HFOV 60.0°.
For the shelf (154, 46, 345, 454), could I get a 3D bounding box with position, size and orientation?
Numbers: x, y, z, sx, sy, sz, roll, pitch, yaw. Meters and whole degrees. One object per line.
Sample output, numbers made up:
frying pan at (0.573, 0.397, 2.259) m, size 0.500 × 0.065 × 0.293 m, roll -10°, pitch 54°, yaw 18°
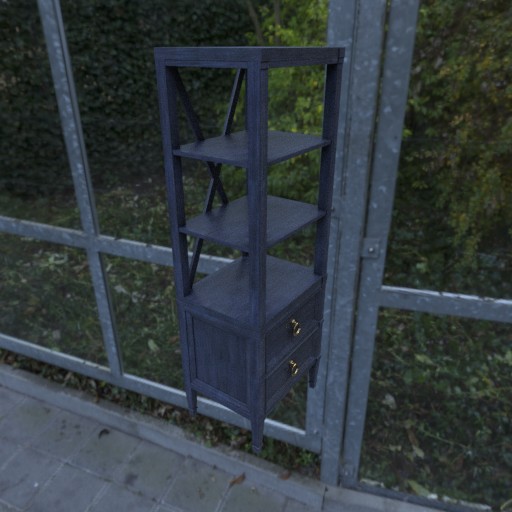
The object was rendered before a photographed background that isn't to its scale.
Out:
shelf at (0.000, 0.000, 2.027) m, size 0.472 × 1.727 × 0.584 m, roll 17°, pitch 30°, yaw 31°
